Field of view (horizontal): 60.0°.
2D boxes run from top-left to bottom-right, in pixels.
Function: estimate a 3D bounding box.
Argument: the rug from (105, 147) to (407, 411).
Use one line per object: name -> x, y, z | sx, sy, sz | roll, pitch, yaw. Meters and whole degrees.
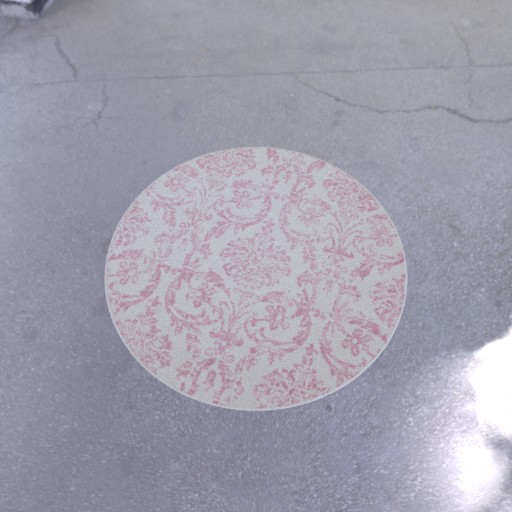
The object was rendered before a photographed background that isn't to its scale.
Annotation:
rug -> 0.000, 0.000, 2.368 | 1.593, 0.012, 1.593 | 0, 59, 0
